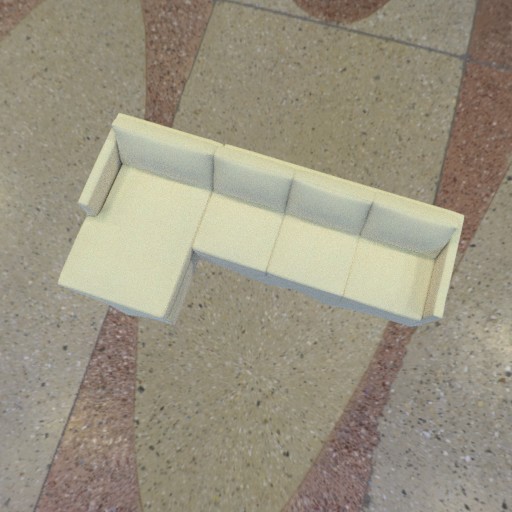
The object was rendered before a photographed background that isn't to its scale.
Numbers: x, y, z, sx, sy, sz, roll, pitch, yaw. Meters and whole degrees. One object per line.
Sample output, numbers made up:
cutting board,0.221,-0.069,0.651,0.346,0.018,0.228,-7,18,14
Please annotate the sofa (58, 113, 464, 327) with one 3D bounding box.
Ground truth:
sofa,0.000,0.000,3.938,3.205,0.922,1.650,18,76,5
